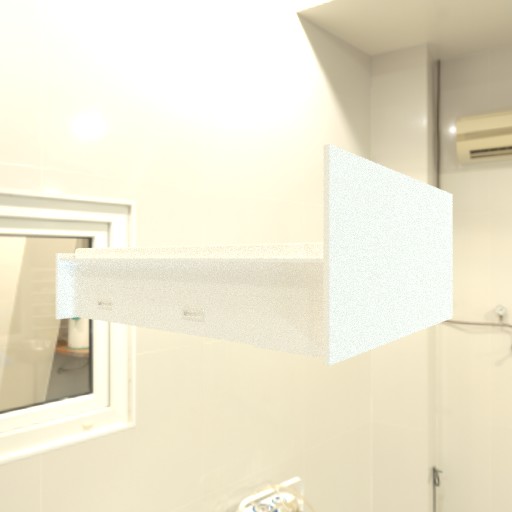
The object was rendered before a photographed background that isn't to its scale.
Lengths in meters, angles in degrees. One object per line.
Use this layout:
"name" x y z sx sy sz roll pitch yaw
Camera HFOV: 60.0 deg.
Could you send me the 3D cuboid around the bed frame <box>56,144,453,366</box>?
"bed frame" 0.000 0.000 2.839 1.960 0.800 1.622 0 0 38
